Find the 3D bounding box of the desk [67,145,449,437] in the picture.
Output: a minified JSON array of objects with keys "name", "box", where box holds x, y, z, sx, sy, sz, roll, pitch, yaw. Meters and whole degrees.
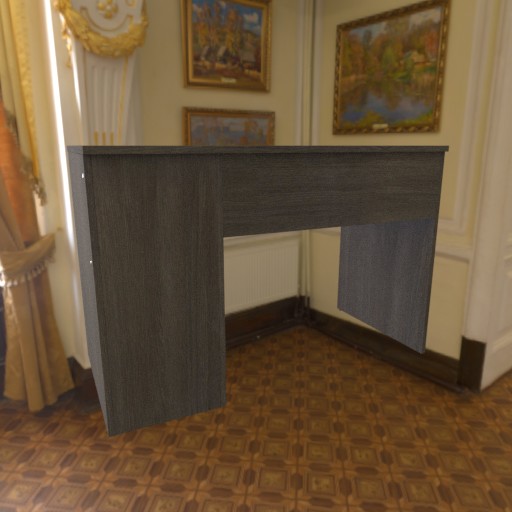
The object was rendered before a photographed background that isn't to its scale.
[{"name":"desk","box":[0.000,0.000,1.510,1.096,0.730,0.560,-7,15,-25]}]
